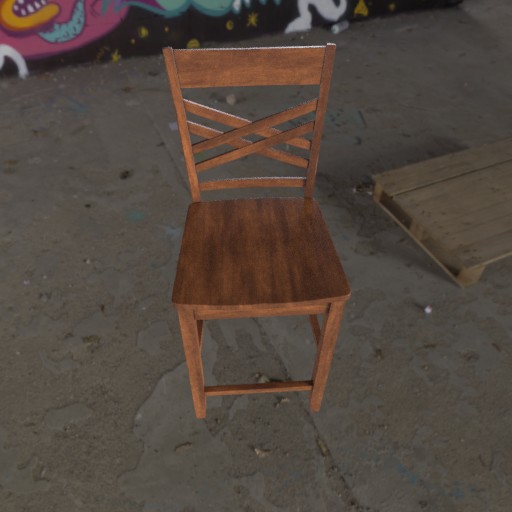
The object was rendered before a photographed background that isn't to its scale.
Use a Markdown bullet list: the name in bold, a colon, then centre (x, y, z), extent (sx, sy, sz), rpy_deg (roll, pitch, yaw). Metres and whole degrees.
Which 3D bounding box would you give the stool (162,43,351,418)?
- **stool**: centre (0.000, 0.000, 1.375), extent (0.462, 1.079, 0.539), rpy_deg (-3, 45, -3)
